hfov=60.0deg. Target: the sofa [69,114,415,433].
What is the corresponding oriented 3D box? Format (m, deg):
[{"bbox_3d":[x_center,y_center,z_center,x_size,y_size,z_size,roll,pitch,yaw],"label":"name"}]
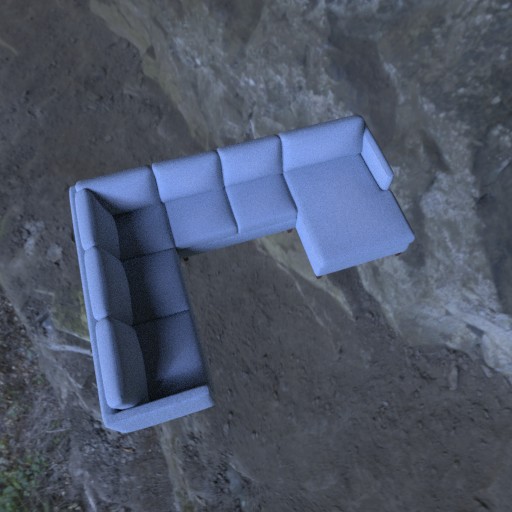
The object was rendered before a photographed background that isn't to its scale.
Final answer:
[{"bbox_3d":[0.000,0.000,4.594,3.403,0.889,2.551,-16,64,-8],"label":"sofa"}]
